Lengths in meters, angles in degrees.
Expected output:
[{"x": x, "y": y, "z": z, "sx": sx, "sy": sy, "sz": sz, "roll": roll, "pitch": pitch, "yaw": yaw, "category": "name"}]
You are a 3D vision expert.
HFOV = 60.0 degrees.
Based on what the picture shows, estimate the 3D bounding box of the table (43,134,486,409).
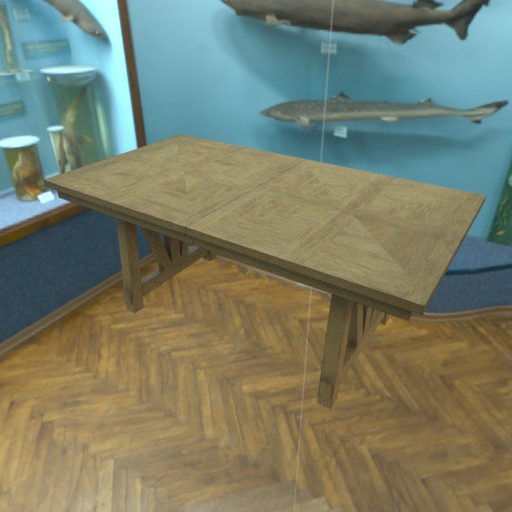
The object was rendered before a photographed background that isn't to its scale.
[{"x": 0.000, "y": 0.000, "z": 2.327, "sx": 1.881, "sy": 0.768, "sz": 1.016, "roll": 19, "pitch": 35, "yaw": 28, "category": "table"}]
